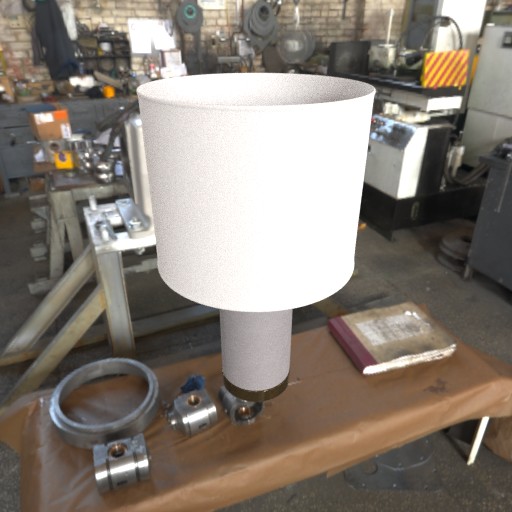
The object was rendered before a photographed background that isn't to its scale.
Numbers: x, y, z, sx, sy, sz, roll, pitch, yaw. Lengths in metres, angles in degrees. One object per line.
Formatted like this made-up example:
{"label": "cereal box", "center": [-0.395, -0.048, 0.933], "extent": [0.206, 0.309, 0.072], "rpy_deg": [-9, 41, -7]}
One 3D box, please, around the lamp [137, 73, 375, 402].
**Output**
{"label": "lamp", "center": [0.000, 0.000, 0.525], "extent": [0.229, 0.380, 0.229], "rpy_deg": [0, 28, 0]}
